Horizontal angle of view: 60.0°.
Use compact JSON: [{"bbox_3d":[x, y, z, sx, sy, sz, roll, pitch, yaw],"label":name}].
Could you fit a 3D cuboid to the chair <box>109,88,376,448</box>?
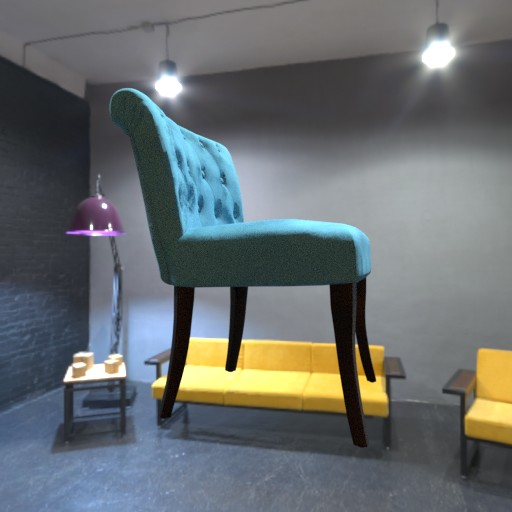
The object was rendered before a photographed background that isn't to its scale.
[{"bbox_3d":[0.000,0.000,1.178,0.605,0.750,0.582,0,0,17],"label":"chair"}]
